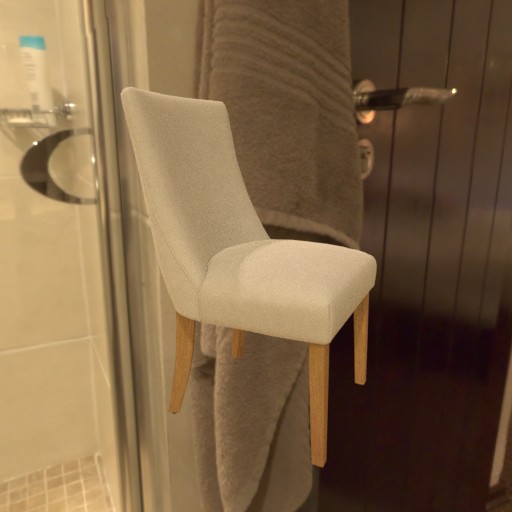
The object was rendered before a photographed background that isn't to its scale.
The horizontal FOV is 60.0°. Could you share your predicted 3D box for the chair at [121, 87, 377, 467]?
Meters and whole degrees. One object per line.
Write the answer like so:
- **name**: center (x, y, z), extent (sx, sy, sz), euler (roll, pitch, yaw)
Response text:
- **chair**: center (0.000, 0.000, 1.282), extent (0.610, 0.902, 0.495), euler (7, 16, 26)
